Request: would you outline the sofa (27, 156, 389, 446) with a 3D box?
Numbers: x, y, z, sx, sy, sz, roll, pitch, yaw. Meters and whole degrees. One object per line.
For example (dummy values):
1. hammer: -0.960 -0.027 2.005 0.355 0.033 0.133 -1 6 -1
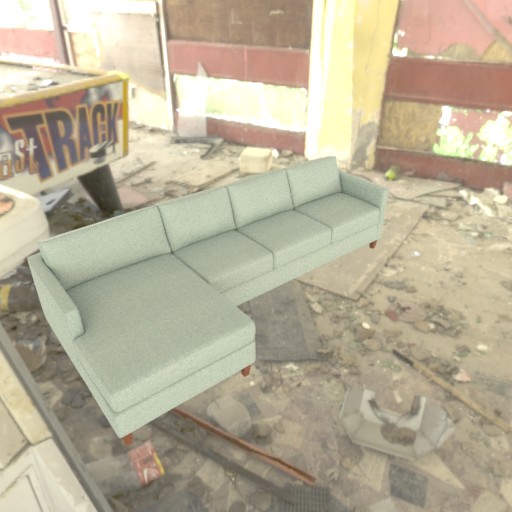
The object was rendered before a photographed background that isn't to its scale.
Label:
1. sofa: 0.000 0.000 4.068 3.470 0.953 1.600 -22 38 -32
